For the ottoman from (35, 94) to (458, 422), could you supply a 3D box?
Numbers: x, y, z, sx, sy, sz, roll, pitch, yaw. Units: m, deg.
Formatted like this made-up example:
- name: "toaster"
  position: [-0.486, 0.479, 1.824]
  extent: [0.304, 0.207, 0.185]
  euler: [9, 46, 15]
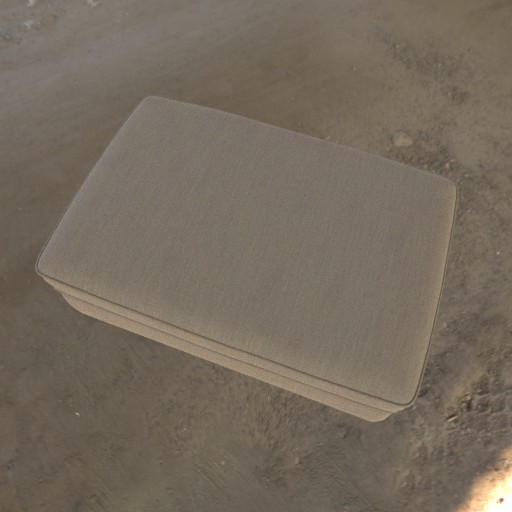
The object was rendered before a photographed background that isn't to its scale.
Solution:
- name: "ottoman"
  position: [0.000, 0.000, 1.275]
  extent: [0.941, 0.480, 0.636]
  euler: [18, 65, 9]
